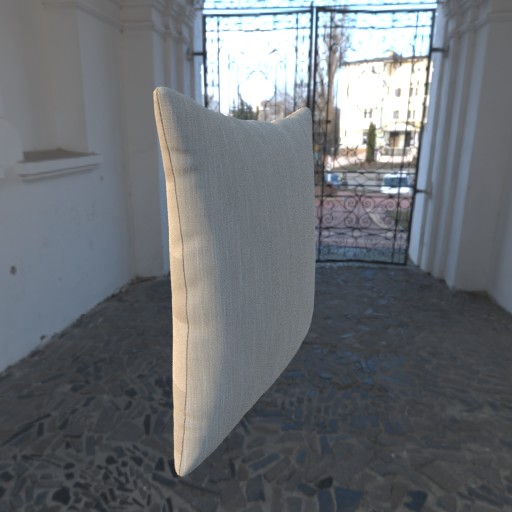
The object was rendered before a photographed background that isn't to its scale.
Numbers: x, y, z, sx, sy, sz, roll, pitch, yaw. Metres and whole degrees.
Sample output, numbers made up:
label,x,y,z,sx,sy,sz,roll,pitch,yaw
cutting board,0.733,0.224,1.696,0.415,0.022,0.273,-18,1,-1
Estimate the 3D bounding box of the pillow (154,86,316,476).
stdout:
label,x,y,z,sx,sy,sz,roll,pitch,yaw
pillow,0.000,0.000,0.765,0.161,0.509,0.511,7,17,23
